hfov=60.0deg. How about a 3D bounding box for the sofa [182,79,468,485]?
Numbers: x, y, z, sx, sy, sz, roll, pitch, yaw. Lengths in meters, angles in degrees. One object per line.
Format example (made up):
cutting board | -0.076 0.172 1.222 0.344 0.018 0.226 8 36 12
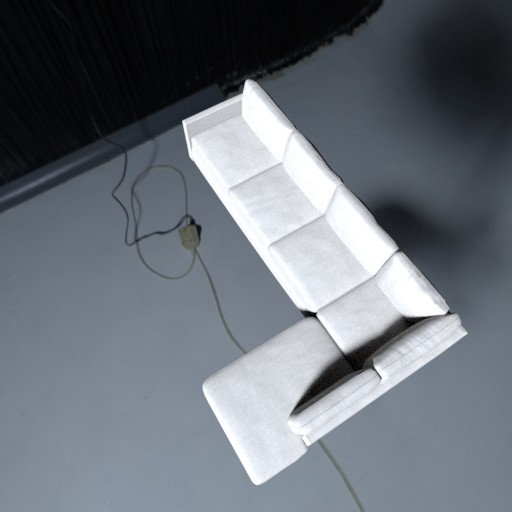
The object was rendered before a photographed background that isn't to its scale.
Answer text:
sofa | 0.000 0.000 4.221 2.077 0.964 3.331 -29 67 -14
